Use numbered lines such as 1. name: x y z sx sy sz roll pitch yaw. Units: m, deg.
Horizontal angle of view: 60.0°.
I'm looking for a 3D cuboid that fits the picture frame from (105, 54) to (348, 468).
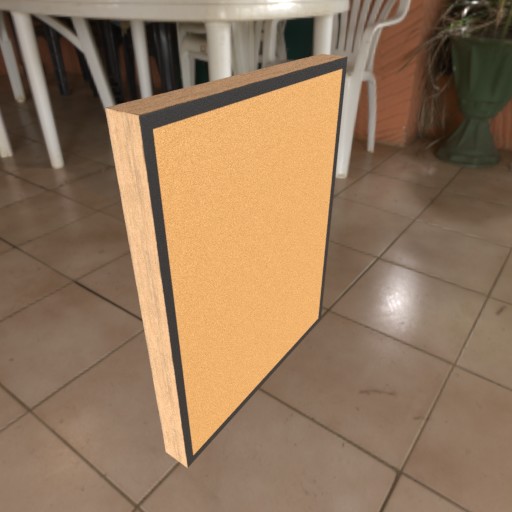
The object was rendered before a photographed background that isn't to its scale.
1. picture frame: 0.000 0.000 0.687 0.046 0.526 0.421 21 38 29
